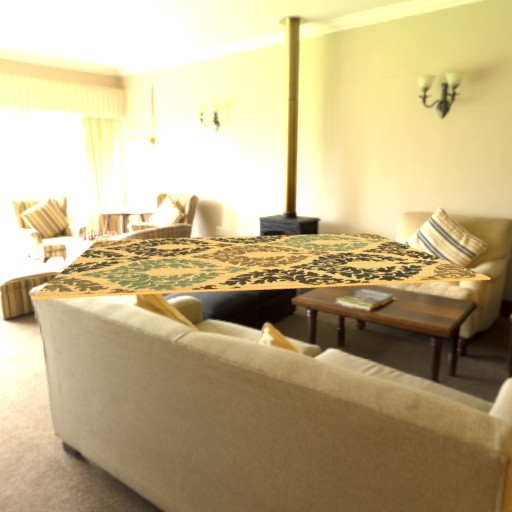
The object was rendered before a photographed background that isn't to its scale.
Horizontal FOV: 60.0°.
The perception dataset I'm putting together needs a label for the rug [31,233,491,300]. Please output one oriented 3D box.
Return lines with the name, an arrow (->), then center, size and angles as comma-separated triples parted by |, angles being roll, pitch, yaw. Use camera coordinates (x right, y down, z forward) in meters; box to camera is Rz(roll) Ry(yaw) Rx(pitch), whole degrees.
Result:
rug -> 0.000, 0.000, 2.883 | 2.275, 0.014, 1.514 | -2, 12, -9
